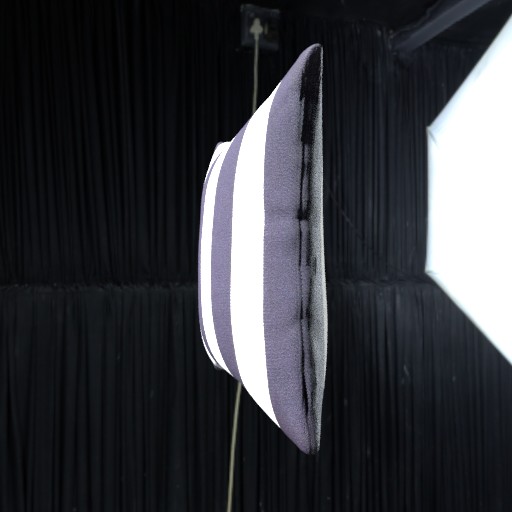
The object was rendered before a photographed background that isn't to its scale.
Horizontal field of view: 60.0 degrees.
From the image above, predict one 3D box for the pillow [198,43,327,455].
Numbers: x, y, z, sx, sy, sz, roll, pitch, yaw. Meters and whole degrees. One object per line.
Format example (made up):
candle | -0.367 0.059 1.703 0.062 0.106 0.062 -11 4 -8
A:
pillow | 0.000 0.000 0.800 0.189 0.526 0.536 0 -1 -19
